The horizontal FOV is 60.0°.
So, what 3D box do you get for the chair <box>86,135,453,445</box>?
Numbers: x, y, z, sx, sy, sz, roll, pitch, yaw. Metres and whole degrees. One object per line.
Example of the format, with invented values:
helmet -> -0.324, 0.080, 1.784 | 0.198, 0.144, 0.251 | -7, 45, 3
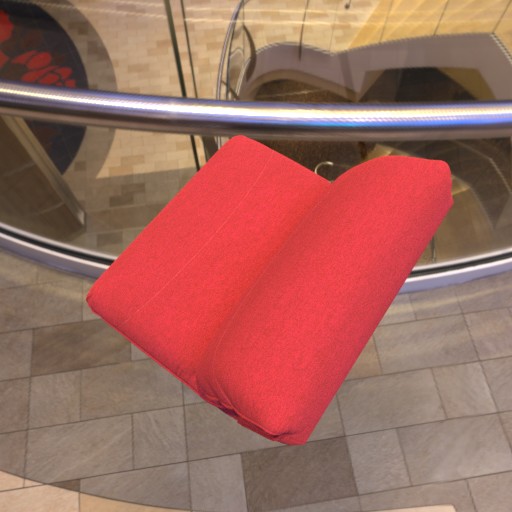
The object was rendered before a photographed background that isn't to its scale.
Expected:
chair -> 0.000, 0.000, 1.324 | 0.780, 0.580, 0.820 | 33, 69, 14
